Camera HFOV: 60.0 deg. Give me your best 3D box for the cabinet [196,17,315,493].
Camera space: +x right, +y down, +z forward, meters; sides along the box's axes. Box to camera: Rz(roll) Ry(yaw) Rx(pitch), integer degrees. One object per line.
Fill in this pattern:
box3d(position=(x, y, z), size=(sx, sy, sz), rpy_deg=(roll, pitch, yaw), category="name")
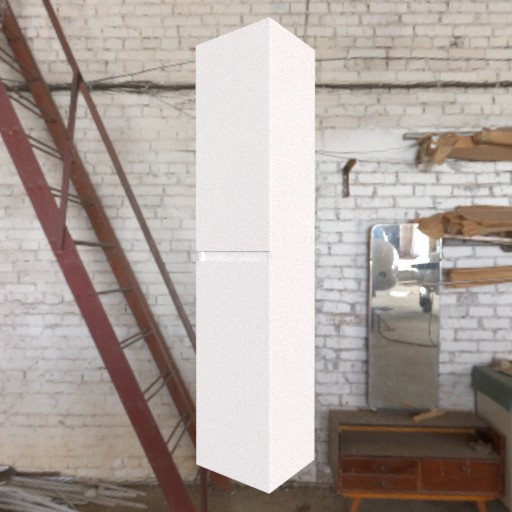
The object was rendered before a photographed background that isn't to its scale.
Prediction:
box3d(position=(0.000, 0.000, 1.499), size=(0.300, 1.400, 0.269), rpy_deg=(0, 1, 37), category="cabinet")
